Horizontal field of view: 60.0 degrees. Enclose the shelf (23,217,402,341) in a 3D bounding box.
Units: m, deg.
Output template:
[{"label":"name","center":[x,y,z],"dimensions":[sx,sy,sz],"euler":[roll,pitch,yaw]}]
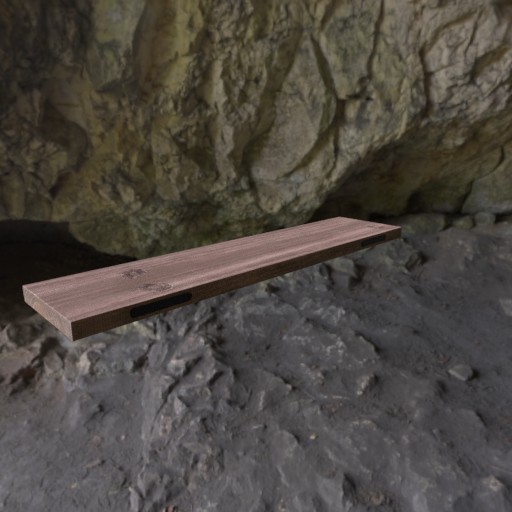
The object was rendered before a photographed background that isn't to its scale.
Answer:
[{"label":"shelf","center":[0.000,0.000,0.666],"dimensions":[0.610,0.020,0.140],"euler":[-15,21,-42]}]
